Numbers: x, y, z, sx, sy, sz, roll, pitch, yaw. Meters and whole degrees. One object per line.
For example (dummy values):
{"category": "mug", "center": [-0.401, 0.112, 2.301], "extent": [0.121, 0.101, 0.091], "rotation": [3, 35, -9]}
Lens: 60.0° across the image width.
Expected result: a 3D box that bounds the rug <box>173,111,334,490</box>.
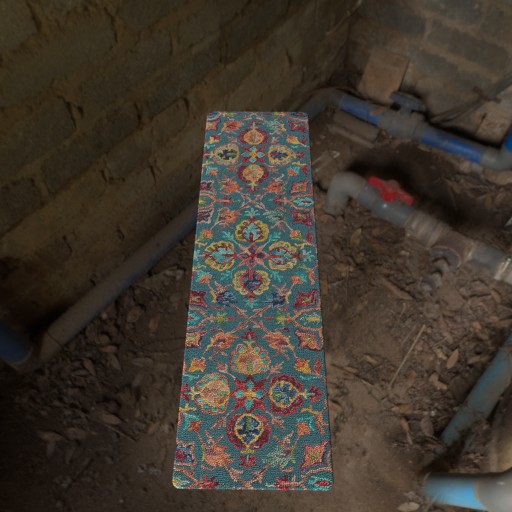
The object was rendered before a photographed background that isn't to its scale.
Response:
{"category": "rug", "center": [0.000, 0.000, 2.450], "extent": [0.686, 0.013, 2.286], "rotation": [1, 60, 0]}
